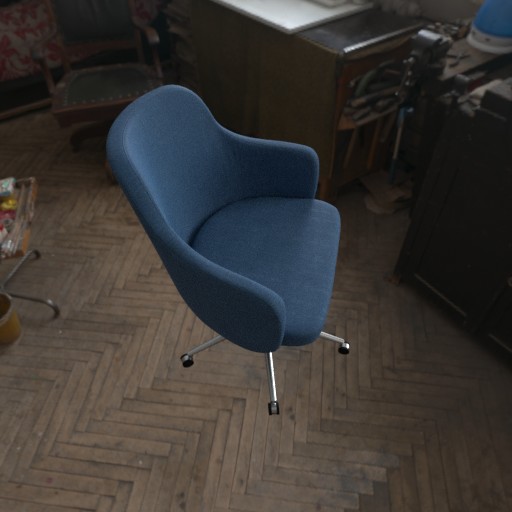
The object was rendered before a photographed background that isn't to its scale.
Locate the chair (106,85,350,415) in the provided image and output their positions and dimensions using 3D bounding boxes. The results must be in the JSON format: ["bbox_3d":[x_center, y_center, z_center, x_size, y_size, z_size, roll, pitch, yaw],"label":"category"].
[{"bbox_3d":[0.000,0.000,1.273,0.655,0.820,0.599,10,48,9],"label":"chair"}]
